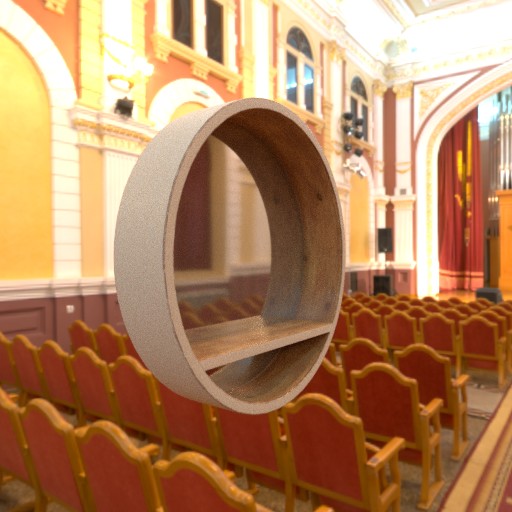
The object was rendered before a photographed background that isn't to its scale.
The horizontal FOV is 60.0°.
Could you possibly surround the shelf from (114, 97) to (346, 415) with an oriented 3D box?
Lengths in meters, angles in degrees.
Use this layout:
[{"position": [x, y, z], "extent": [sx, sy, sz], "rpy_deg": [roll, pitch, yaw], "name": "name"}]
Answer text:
[{"position": [0.000, 0.000, 1.216], "extent": [0.158, 0.807, 0.806], "rpy_deg": [0, 1, 36], "name": "shelf"}]
